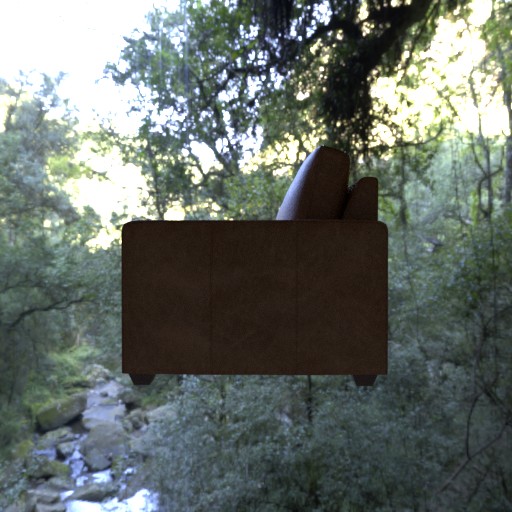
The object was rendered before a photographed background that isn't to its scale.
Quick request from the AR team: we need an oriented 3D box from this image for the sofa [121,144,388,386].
[{"bbox_3d":[0.000,0.000,2.649,0.991,0.928,2.156,0,1,1],"label":"sofa"}]
